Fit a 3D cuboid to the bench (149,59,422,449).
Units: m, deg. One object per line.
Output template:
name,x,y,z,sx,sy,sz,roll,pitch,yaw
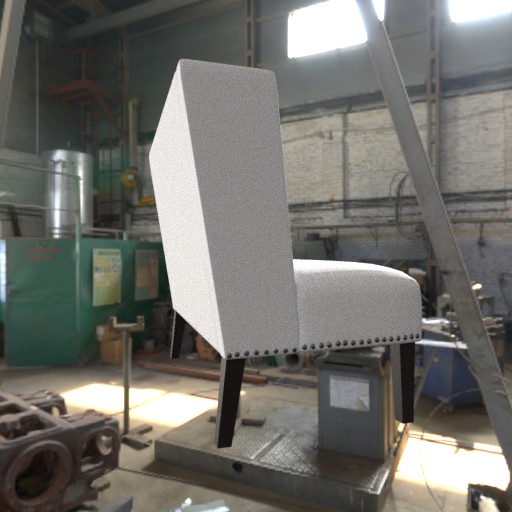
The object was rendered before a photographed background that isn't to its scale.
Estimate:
bench,0.000,0.000,1.967,0.847,1.123,1.280,0,0,-17
